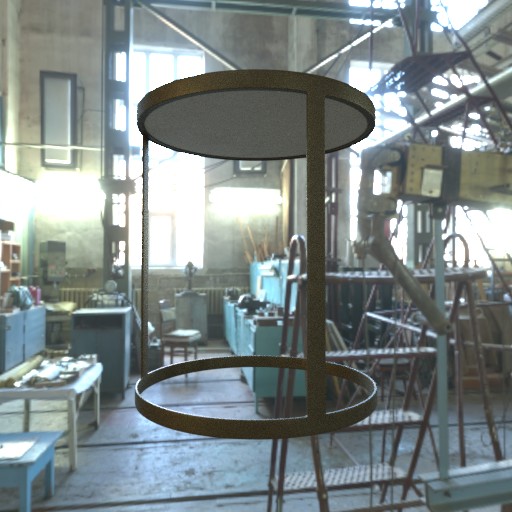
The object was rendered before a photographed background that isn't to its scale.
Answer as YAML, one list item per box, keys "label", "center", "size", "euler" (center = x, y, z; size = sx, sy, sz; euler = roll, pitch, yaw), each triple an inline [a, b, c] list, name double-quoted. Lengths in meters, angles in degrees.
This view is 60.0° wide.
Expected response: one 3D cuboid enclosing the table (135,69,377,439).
- label: "table"
  center: [0.000, 0.000, 0.915]
  size: [0.480, 0.565, 0.480]
  euler: [0, -1, 0]
